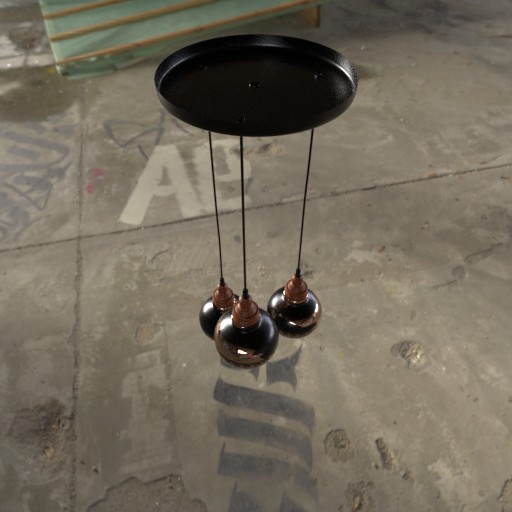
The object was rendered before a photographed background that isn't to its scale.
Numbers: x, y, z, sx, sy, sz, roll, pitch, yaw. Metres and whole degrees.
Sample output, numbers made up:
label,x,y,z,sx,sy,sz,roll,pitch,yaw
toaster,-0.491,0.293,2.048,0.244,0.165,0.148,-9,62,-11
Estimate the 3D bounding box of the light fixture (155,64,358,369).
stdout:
label,x,y,z,sx,sy,sz,roll,pitch,yaw
light fixture,0.000,0.000,1.711,0.608,1.410,0.605,4,46,4
